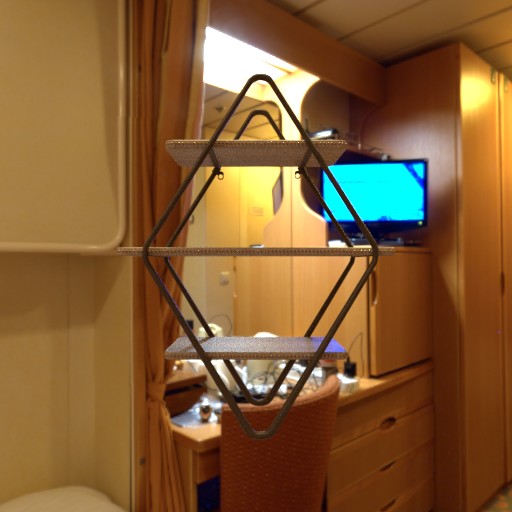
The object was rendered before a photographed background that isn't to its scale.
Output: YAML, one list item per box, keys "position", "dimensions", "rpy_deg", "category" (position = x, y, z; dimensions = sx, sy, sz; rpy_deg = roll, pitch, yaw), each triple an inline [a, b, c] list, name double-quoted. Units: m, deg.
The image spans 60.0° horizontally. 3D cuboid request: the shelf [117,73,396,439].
- position: [0.000, 0.000, 1.046]
  dimensions: [0.609, 0.774, 0.234]
  rpy_deg: [0, -1, 0]
  category: "shelf"
